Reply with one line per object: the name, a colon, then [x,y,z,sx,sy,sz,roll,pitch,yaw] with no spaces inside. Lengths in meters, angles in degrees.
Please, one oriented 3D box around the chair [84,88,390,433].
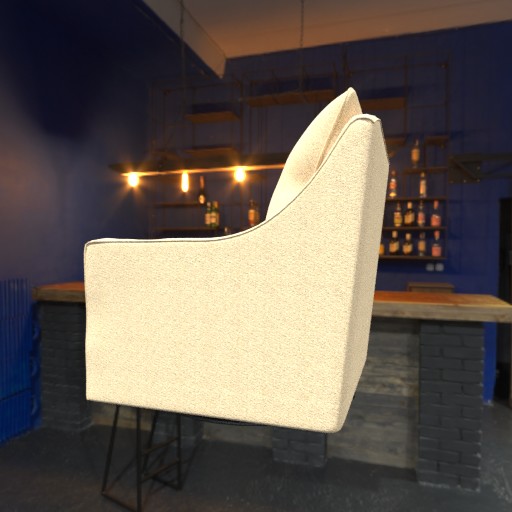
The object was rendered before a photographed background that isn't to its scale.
chair: [0.000,0.000,1.565,0.876,0.927,0.760,1,2,19]
